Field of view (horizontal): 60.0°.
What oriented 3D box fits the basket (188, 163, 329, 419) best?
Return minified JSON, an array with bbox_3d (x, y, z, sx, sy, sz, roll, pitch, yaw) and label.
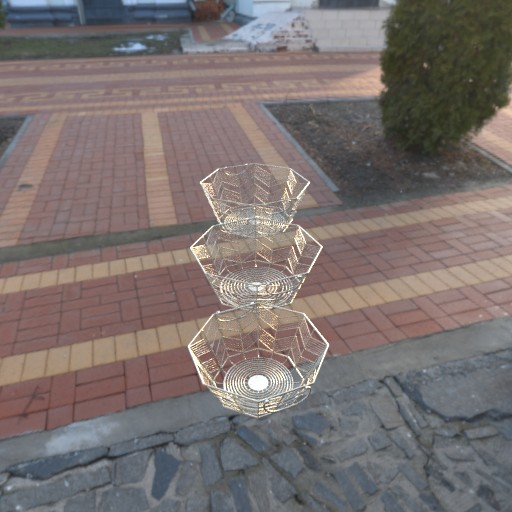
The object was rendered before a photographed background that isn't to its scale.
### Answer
[{"bbox_3d":[0.000,0.000,1.434,0.432,0.178,1.246,0,32,-1],"label":"basket"}]
